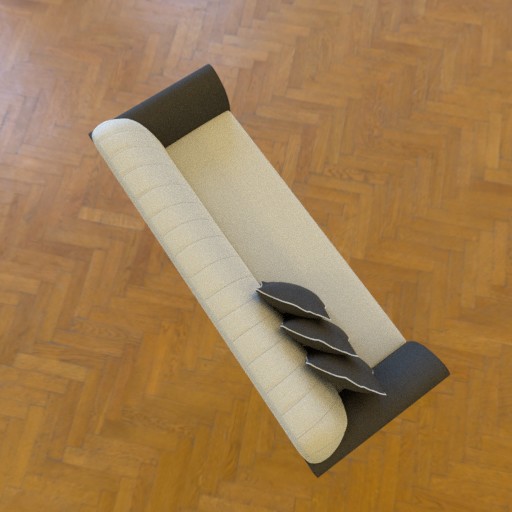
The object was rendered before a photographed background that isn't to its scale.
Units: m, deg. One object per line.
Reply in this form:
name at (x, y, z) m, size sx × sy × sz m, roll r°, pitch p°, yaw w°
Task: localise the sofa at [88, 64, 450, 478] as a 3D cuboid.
sofa at (0.000, 0.000, 2.342) m, size 0.755 × 0.787 × 2.001 m, roll -34°, pitch 78°, yaw -8°
